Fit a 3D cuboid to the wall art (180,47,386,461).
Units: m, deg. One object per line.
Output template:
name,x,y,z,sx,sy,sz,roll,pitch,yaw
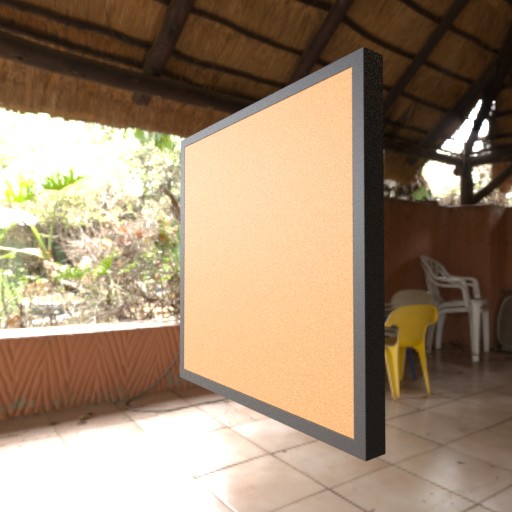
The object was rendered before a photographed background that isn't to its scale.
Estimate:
wall art,0.000,0.000,0.756,0.037,0.506,0.506,1,-2,-36
